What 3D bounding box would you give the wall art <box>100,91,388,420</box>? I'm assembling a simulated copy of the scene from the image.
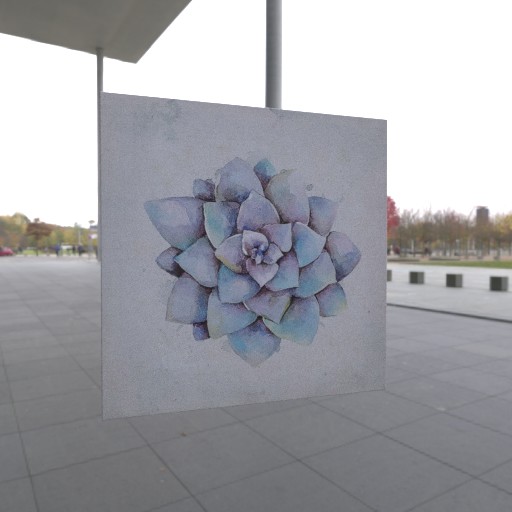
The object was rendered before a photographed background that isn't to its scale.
[{"bbox_3d":[0.000,0.000,1.154,0.762,0.762,0.038,0,1,-17],"label":"wall art"}]
